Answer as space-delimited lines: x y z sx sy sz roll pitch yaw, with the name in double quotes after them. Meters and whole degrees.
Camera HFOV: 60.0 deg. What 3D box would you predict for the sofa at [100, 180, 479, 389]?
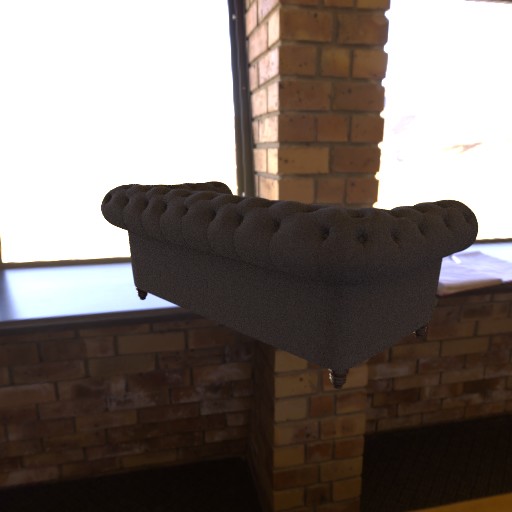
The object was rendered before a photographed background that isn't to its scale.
0.000 0.000 2.471 0.986 0.764 1.998 -13 19 -43 "sofa"
